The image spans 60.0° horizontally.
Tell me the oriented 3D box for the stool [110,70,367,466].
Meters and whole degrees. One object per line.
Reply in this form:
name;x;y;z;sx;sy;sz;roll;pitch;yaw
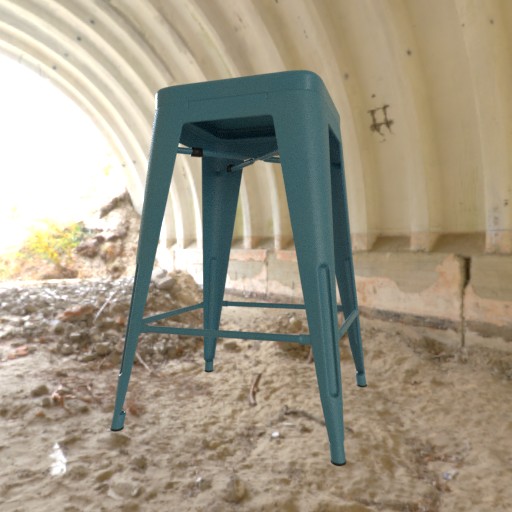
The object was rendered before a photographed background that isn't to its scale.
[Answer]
stool;0.000;0.000;0.897;0.410;0.608;0.410;0;1;18
